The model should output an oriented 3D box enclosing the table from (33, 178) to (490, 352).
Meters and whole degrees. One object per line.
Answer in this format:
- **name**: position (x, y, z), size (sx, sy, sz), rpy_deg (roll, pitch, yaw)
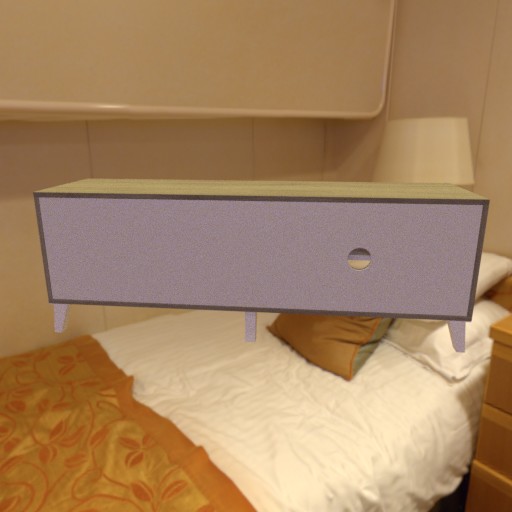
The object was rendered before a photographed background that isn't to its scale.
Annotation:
- **table**: position (0.000, 0.000, 1.714), size (1.500, 0.530, 0.400), rpy_deg (2, 17, 6)
